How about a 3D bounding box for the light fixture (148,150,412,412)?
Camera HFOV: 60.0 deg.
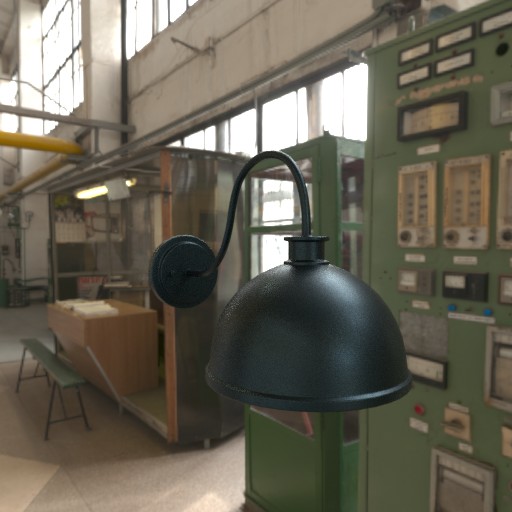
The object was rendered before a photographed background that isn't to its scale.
[{"bbox_3d":[0.000,0.000,0.641,0.253,0.295,0.467,-1,2,-36],"label":"light fixture"}]
